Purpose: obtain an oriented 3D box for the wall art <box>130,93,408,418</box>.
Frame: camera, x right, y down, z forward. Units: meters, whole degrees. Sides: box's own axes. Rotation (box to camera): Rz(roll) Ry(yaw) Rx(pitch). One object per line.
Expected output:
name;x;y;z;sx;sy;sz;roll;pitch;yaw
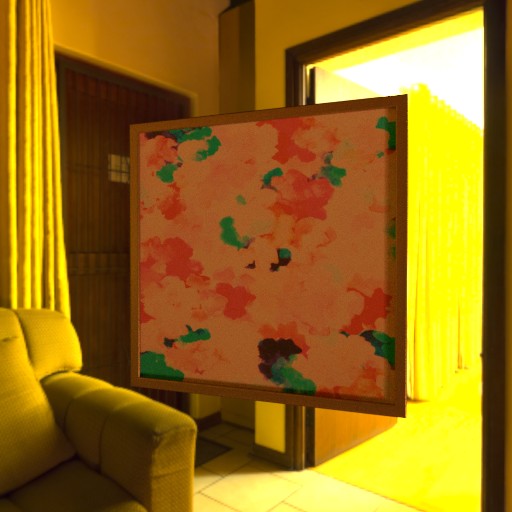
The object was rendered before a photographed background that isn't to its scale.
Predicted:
wall art;0.000;0.000;1.186;0.767;0.765;0.036;0;1;19
